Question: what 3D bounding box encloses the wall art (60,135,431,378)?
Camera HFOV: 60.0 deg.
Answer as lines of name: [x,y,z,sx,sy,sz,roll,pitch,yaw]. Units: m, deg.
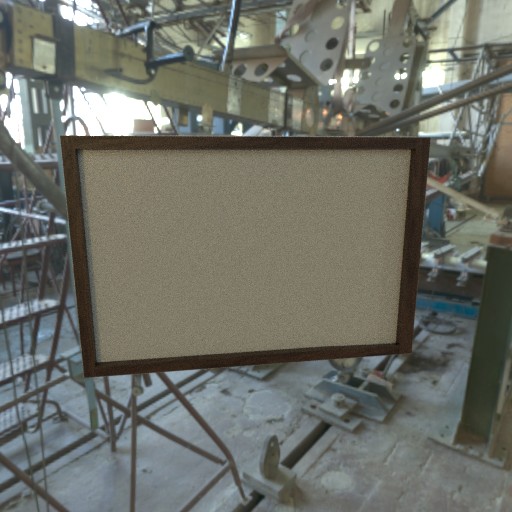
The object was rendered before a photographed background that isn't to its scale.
wall art: [0.000,0.000,1.459,1.138,0.761,0.051,-2,14,-9]
